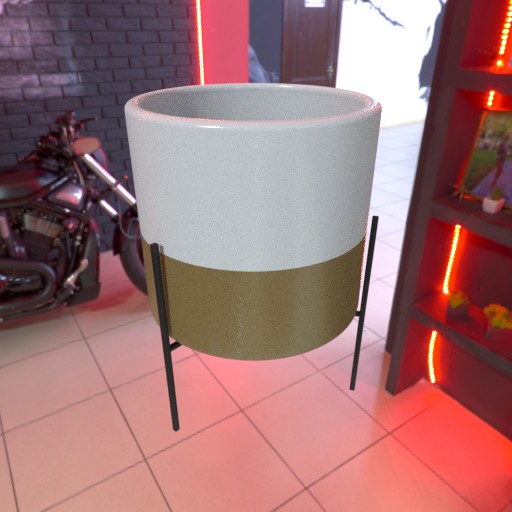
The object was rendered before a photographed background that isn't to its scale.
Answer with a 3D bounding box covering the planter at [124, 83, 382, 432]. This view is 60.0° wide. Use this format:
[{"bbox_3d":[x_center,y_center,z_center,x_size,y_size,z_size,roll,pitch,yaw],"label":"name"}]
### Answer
[{"bbox_3d":[0.000,0.000,0.634,0.310,0.432,0.310,-1,28,-1],"label":"planter"}]
